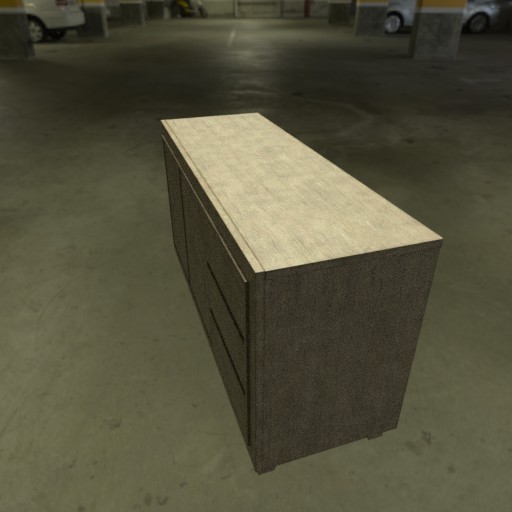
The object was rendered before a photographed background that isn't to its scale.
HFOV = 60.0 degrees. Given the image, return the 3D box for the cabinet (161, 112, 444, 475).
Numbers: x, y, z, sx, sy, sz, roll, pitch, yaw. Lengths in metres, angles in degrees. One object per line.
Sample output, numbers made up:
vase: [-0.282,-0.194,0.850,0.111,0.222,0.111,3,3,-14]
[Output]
cabinet: [0.000,0.000,1.857,0.511,0.825,1.460,-10,32,-16]
